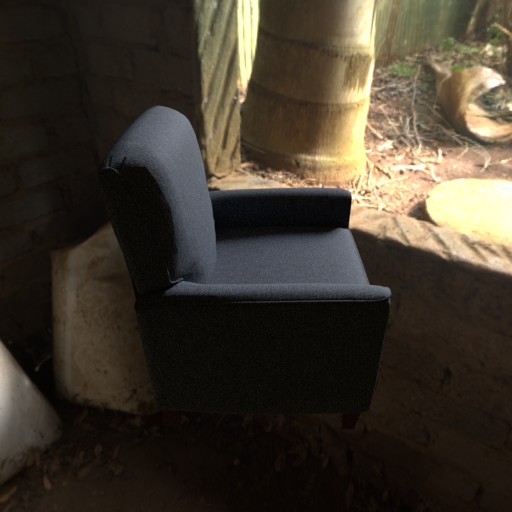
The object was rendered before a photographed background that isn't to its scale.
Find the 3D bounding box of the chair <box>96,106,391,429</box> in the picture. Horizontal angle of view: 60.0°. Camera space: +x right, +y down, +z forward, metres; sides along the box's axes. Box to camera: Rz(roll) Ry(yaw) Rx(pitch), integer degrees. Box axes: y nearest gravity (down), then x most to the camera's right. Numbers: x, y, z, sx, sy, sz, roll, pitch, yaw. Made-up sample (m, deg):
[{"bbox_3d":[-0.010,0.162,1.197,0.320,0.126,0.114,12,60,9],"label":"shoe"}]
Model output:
[{"bbox_3d":[0.000,0.000,1.667,0.850,1.016,0.839,1,32,1],"label":"chair"}]
